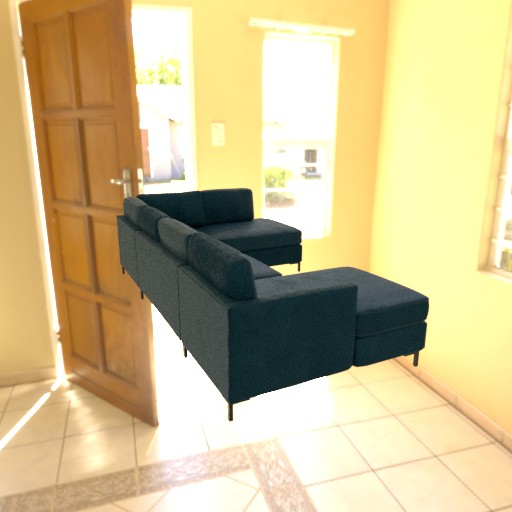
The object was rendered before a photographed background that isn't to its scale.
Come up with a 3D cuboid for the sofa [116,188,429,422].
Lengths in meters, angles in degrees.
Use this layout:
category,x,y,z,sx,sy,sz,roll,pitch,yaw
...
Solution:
category,x,y,z,sx,sy,sz,roll,pitch,yaw
sofa,0.000,0.000,4.367,2.055,0.992,3.434,-7,16,-26
